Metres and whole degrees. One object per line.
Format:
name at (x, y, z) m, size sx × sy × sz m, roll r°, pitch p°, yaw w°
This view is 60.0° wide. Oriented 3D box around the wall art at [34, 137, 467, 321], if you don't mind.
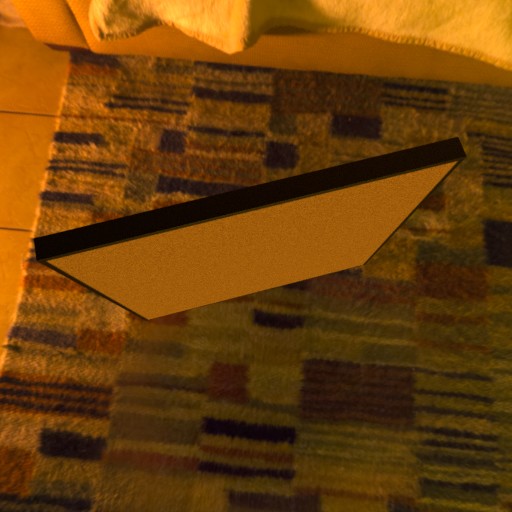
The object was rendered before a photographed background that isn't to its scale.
wall art at (0.000, 0.000, 0.761) m, size 0.513 × 0.511 × 0.028 m, roll -14°, pitch 75°, yaw -4°
